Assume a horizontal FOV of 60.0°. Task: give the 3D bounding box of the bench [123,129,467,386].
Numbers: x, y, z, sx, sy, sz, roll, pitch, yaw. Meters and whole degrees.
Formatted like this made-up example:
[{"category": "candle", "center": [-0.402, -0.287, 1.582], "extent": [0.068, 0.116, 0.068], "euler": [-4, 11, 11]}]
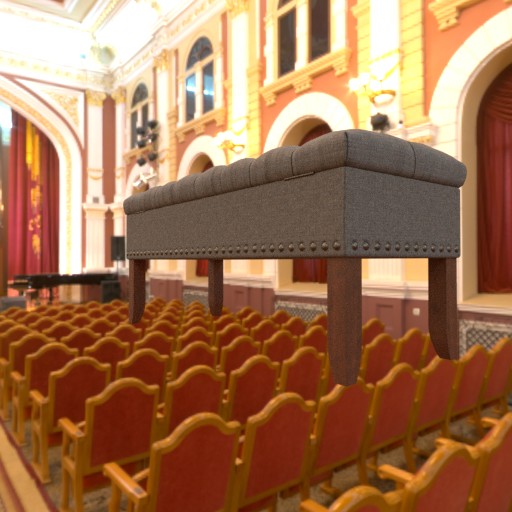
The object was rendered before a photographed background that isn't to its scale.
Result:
[{"category": "bench", "center": [0.000, 0.000, 1.295], "extent": [0.417, 0.470, 1.052], "euler": [1, -1, -37]}]
